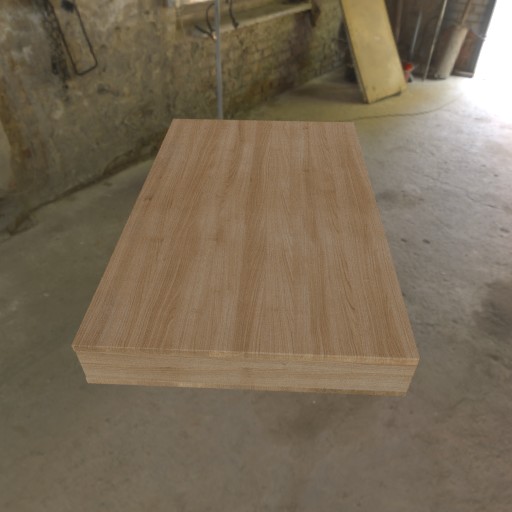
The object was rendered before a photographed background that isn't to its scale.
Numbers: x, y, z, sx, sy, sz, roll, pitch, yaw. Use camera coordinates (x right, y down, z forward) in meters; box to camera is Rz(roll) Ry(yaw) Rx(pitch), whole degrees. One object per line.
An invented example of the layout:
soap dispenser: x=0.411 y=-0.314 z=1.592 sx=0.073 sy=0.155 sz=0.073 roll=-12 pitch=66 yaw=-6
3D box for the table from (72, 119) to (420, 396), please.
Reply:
table: x=0.000 y=0.000 z=1.446 sx=0.700 sy=0.440 sz=1.100 roll=2 pitch=41 yaw=2
